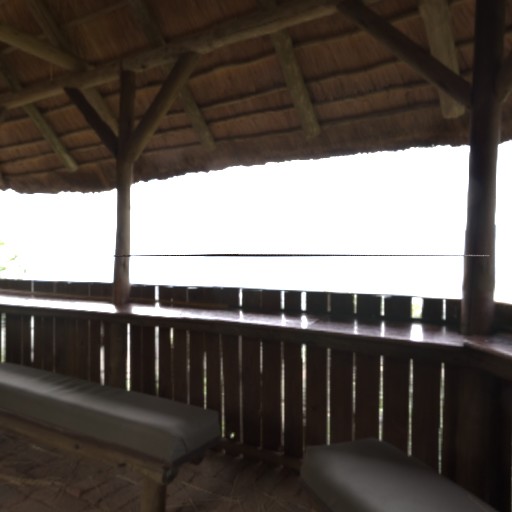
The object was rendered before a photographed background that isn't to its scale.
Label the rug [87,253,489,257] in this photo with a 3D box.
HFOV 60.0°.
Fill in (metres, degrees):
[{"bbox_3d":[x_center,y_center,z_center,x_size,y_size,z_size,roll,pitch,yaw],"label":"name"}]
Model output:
[{"bbox_3d":[0.000,0.000,4.084,2.442,0.008,3.046,0,0,-36],"label":"rug"}]
